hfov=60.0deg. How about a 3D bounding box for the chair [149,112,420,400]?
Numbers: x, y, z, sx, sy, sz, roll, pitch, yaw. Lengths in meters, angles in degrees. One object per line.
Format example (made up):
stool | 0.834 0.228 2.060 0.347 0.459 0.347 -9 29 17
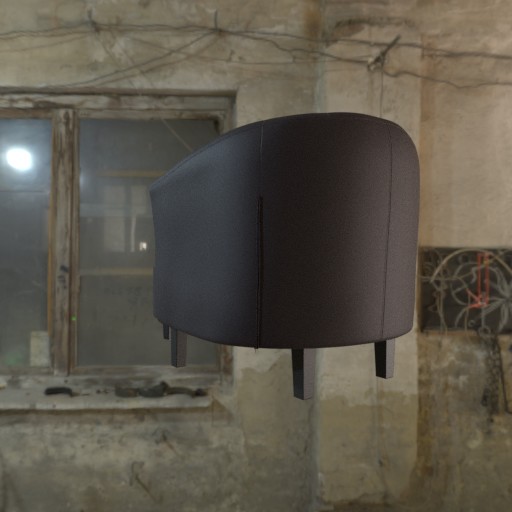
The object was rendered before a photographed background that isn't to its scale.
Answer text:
chair | 0.000 0.000 1.645 0.763 0.760 1.191 0 0 -36
